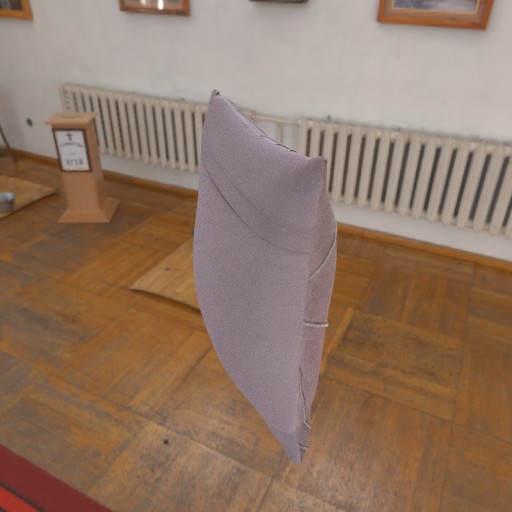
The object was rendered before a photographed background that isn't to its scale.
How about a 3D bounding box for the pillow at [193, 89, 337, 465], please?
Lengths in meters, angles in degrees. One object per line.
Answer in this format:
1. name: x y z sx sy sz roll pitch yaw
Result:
1. pillow: 0.000 0.000 0.693 0.185 0.440 0.439 -10 32 -16
